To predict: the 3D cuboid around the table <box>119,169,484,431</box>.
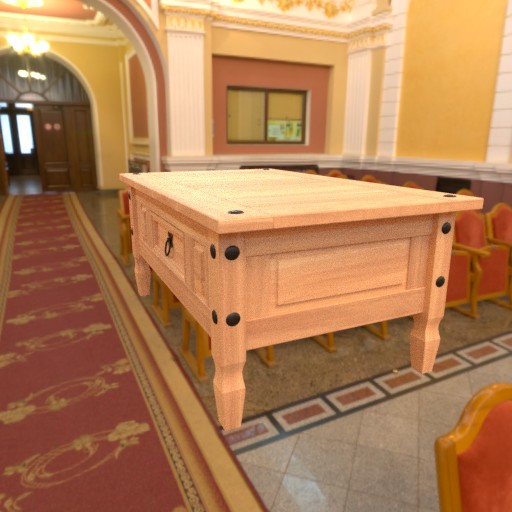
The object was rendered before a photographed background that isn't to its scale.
[{"bbox_3d":[0.000,0.000,1.309,0.600,0.437,1.000,-7,17,-24],"label":"table"}]
